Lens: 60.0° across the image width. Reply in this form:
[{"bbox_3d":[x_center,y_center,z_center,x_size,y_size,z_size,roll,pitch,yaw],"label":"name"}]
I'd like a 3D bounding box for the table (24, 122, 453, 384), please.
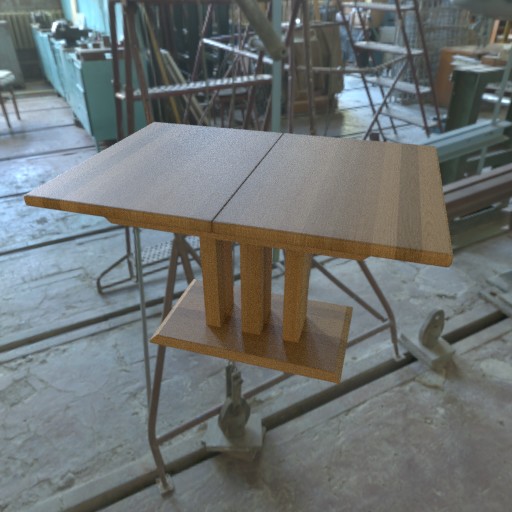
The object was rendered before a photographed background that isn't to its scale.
[{"bbox_3d":[0.000,0.000,1.833,1.300,0.770,0.900,9,33,14],"label":"table"}]
